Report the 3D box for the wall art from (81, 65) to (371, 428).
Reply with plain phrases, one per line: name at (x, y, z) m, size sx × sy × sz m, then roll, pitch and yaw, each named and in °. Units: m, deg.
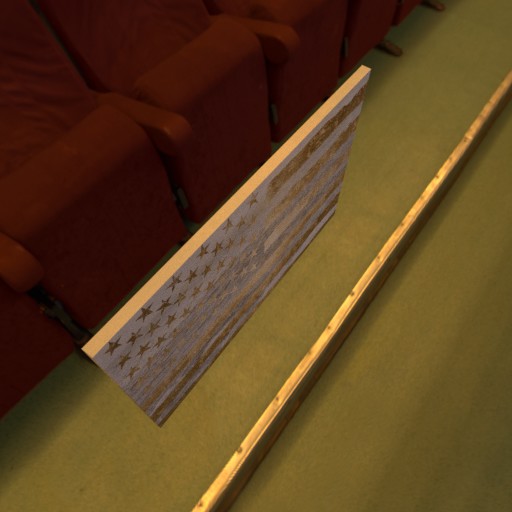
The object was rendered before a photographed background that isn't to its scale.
wall art at (0.000, 0.000, 1.185) m, size 0.027 × 0.610 × 0.932 m, roll 33°, pitch 64°, yaw 18°
